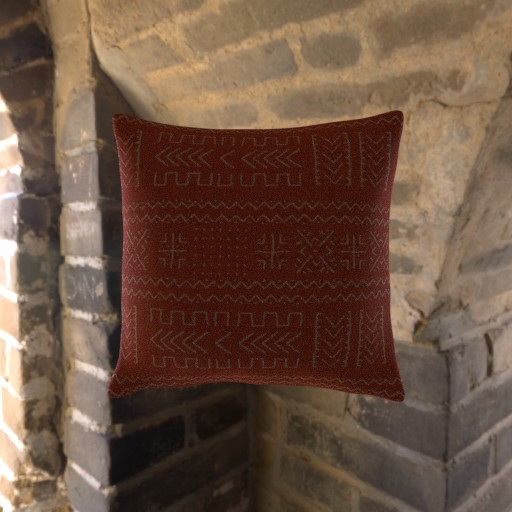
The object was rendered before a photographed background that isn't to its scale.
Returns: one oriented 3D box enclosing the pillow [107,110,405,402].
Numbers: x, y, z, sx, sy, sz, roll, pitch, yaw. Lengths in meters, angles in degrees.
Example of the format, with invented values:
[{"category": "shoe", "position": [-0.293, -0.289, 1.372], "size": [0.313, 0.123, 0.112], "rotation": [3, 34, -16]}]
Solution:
[{"category": "pillow", "position": [0.000, 0.000, 0.655], "size": [0.438, 0.429, 0.164], "rotation": [0, 0, 0]}]
